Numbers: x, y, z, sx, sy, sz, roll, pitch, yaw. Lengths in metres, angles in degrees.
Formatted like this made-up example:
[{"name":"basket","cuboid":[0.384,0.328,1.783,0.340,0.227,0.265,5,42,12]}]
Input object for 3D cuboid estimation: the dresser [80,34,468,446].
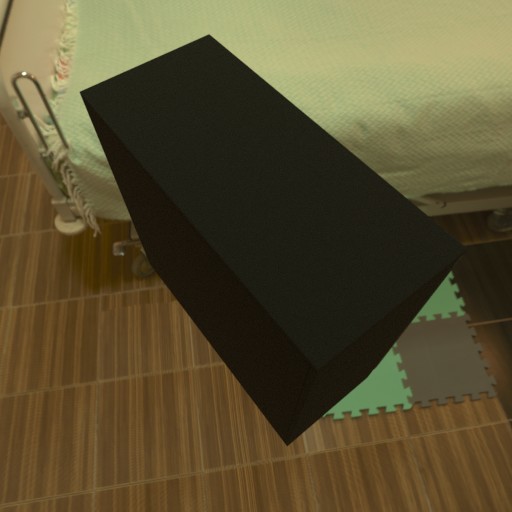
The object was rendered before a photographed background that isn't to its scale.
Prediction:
[{"name":"dresser","cuboid":[0.000,0.000,1.144,0.360,0.720,0.750,-34,65,-18]}]
